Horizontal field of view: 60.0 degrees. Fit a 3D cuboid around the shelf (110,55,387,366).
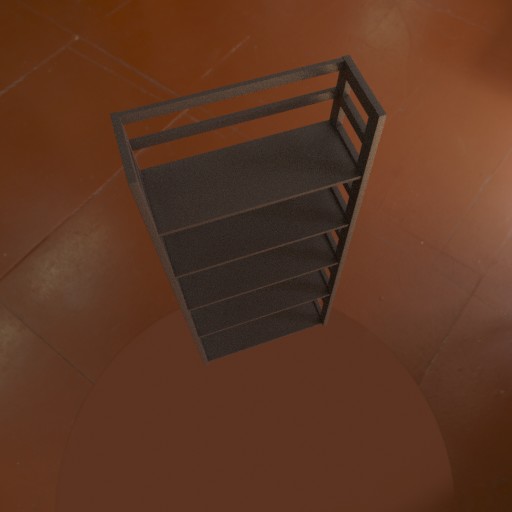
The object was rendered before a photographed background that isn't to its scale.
[{"bbox_3d":[0.000,0.000,1.974,0.763,1.600,0.403,-17,65,-8],"label":"shelf"}]
